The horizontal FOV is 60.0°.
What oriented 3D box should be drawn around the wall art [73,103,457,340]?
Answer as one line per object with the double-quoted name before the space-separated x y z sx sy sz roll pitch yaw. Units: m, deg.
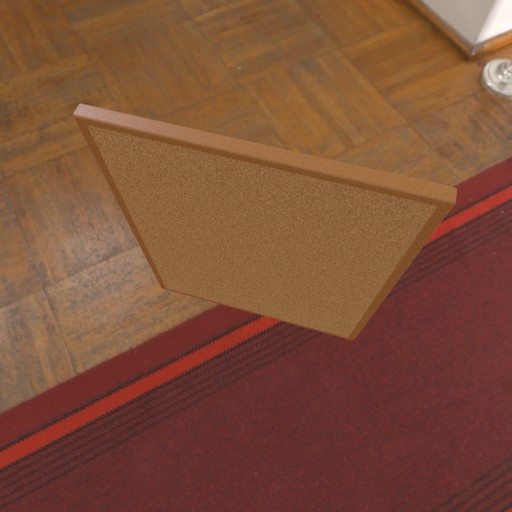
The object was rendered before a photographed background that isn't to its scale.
"wall art" 0.000 0.000 0.755 0.452 0.553 0.022 14 65 7
